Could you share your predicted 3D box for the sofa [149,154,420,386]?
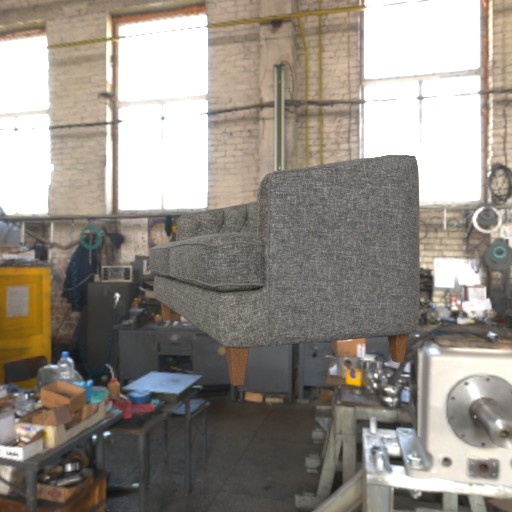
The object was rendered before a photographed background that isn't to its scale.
[{"bbox_3d":[0.000,0.000,2.334,0.941,0.855,1.733,0,0,-20],"label":"sofa"}]
